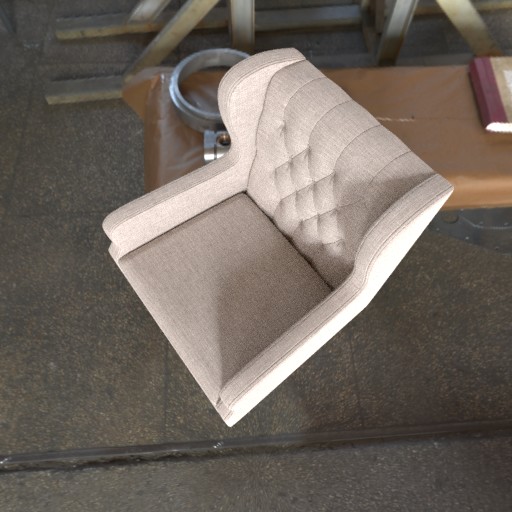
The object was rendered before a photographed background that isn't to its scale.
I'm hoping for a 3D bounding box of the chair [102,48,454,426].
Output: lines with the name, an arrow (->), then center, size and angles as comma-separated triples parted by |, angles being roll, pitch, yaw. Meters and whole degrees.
chair -> 0.000, 0.000, 1.464 | 0.760, 0.930, 0.710 | -34, 69, -15
